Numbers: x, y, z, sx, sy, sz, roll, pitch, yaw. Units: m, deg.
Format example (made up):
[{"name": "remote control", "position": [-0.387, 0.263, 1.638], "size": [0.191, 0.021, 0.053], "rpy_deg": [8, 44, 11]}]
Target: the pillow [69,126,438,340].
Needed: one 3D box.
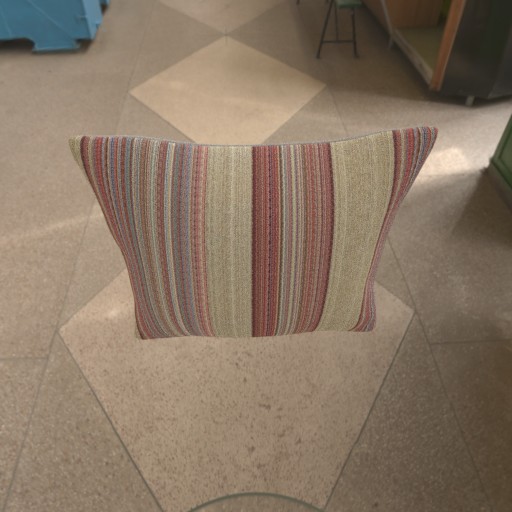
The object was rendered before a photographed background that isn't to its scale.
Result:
[{"name": "pillow", "position": [0.000, 0.000, 0.661], "size": [0.437, 0.419, 0.136], "rpy_deg": [-2, 46, -2]}]
